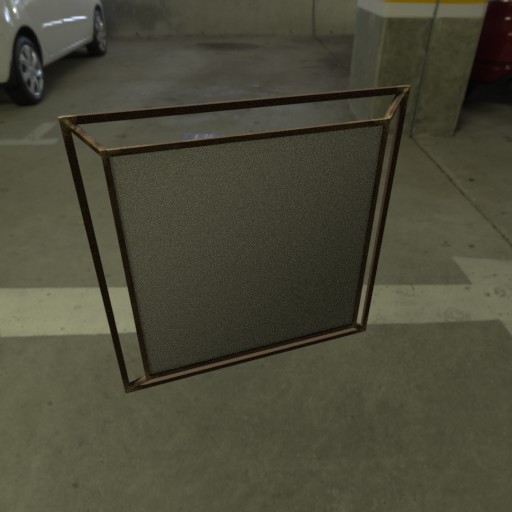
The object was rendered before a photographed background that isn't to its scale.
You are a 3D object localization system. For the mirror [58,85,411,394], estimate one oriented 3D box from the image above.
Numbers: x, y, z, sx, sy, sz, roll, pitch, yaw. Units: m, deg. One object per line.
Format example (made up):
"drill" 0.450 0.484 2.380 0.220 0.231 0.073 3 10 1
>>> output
"mirror" 0.000 0.000 0.896 0.610 0.610 0.032 -11 35 -16
